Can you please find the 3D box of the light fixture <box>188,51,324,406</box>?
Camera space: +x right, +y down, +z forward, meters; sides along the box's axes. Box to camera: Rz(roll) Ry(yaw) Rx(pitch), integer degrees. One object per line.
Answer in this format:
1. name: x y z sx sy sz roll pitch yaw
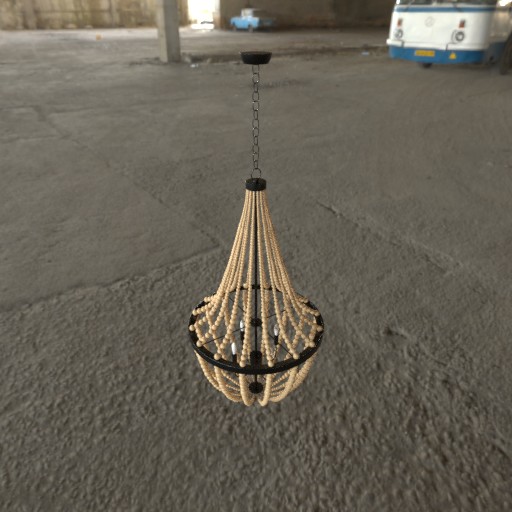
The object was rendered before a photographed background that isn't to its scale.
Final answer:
1. light fixture: 0.000 0.000 1.354 0.450 1.133 0.450 0 30 0
